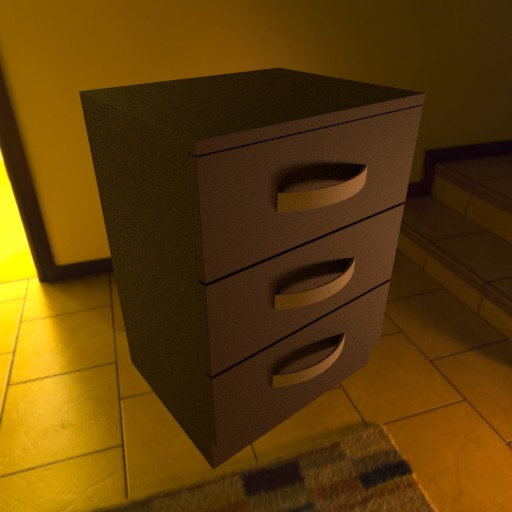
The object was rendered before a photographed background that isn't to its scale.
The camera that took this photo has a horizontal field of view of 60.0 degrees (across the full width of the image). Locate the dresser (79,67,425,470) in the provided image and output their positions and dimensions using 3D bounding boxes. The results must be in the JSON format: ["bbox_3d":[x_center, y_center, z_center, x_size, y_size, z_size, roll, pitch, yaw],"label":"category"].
[{"bbox_3d":[0.000,0.000,0.800,0.400,0.560,0.360,-22,37,-32],"label":"dresser"}]
